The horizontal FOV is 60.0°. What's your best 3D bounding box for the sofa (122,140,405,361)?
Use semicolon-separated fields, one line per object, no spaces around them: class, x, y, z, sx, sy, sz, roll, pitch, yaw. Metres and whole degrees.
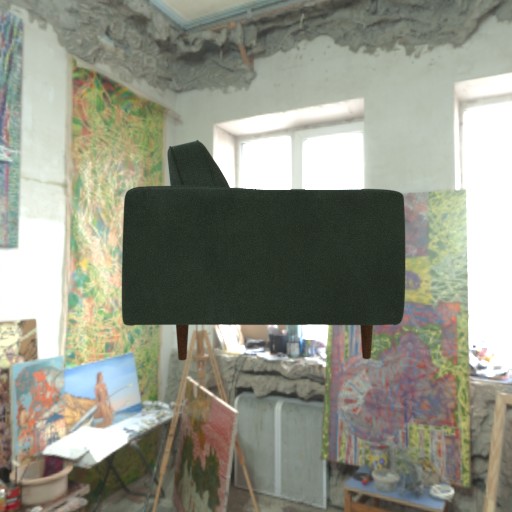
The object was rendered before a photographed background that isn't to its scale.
sofa;0.000;0.000;2.325;0.916;0.772;1.880;0;-1;-2
